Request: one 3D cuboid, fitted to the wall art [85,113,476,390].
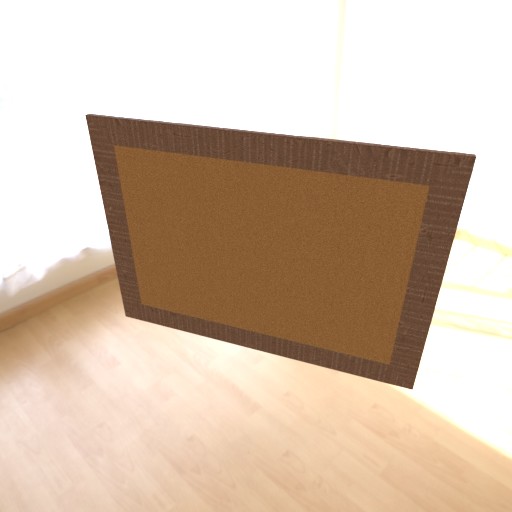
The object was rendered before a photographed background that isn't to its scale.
[{"bbox_3d":[0.000,0.000,1.352,1.056,0.761,0.020,11,34,17],"label":"wall art"}]
